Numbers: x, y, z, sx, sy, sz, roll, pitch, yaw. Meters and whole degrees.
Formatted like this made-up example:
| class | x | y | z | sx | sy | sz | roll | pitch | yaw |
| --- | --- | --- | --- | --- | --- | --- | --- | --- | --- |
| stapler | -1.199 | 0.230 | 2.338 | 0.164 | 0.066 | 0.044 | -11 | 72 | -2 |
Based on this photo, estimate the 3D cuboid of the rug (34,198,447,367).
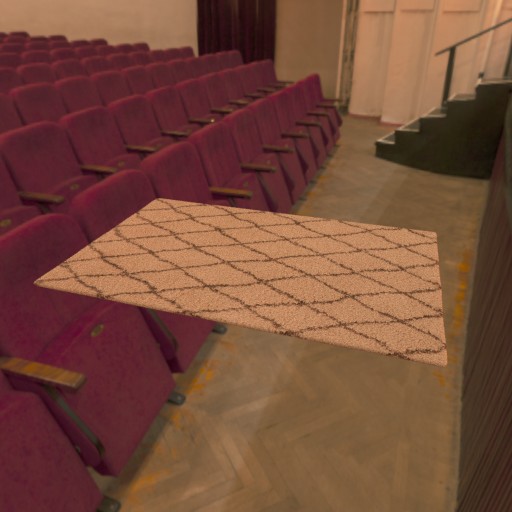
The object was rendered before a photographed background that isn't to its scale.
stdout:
| class | x | y | z | sx | sy | sz | roll | pitch | yaw |
| --- | --- | --- | --- | --- | --- | --- | --- | --- | --- |
| rug | 0.000 | 0.000 | 3.503 | 2.743 | 0.030 | 1.778 | 9 | 29 | 16 |
